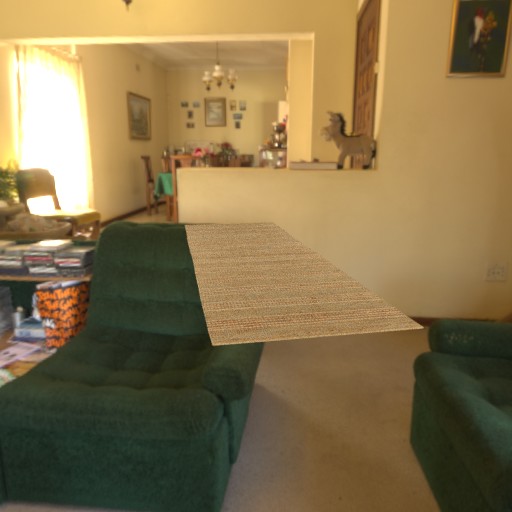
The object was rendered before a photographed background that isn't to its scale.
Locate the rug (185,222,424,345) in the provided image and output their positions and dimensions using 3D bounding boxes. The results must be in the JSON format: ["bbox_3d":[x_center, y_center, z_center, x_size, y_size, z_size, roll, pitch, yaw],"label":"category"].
[{"bbox_3d":[0.000,0.000,2.718,0.783,0.006,2.438,-3,14,-11],"label":"rug"}]
